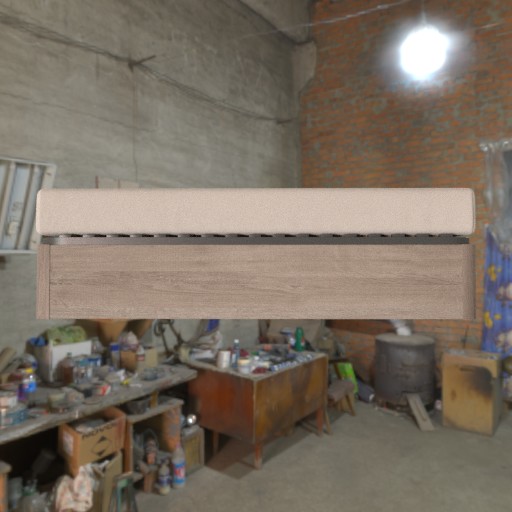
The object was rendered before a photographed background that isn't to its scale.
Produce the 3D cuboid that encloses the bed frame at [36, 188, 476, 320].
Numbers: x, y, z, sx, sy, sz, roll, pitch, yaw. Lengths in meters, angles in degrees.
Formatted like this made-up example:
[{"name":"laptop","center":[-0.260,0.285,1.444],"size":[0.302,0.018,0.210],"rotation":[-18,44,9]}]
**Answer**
[{"name":"bed frame","center":[0.000,0.000,2.560],"size":[1.900,0.561,1.400],"rotation":[0,-1,1]}]
